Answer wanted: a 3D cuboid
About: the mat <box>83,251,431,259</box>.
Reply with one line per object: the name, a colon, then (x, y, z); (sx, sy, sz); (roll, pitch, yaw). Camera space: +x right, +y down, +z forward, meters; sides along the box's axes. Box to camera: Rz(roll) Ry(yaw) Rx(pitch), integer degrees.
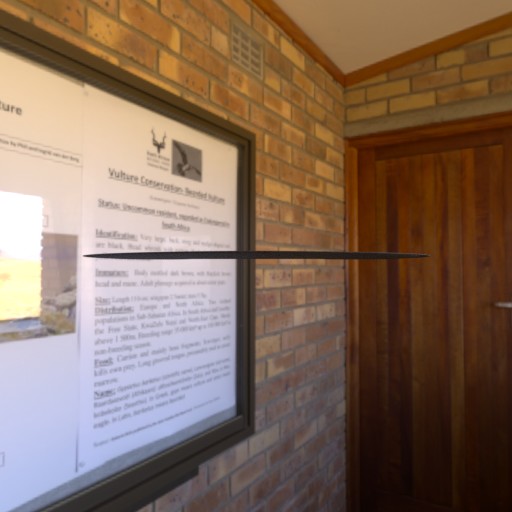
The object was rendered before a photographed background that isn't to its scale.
mat: (0.000, 0.000, 1.849); (1.524, 0.013, 0.913); (0, -2, 1)
